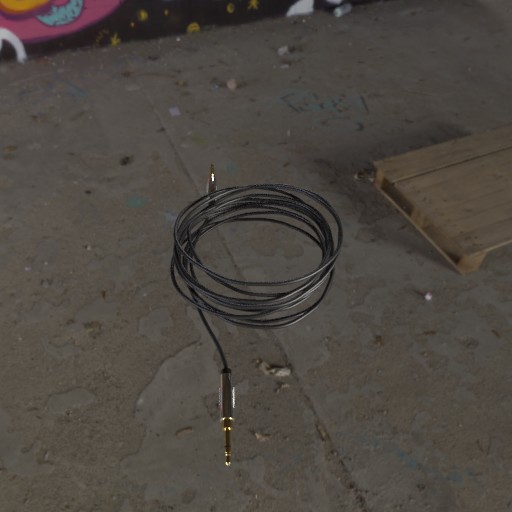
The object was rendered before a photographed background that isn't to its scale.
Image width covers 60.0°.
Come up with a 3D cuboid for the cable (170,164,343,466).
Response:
[{"bbox_3d":[0.000,0.000,0.504,0.198,0.069,0.432,-3,47,-2],"label":"cable"}]
